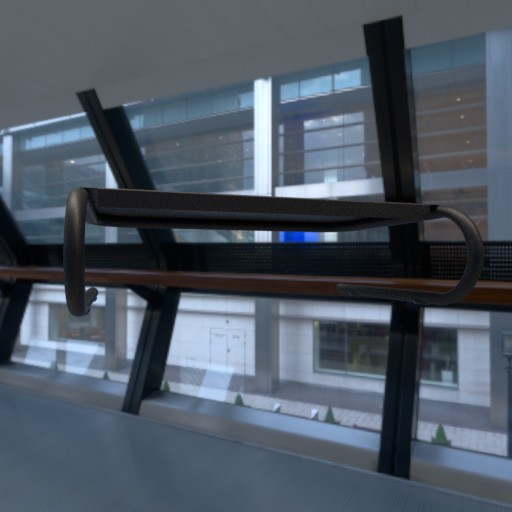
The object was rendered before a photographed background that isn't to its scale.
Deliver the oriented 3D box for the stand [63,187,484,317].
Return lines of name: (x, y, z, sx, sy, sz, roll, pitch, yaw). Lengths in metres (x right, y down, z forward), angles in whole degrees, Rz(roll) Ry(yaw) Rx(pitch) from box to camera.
stand: (0.000, 0.000, 0.495, 0.370, 0.108, 0.280, 0, -1, -18)
